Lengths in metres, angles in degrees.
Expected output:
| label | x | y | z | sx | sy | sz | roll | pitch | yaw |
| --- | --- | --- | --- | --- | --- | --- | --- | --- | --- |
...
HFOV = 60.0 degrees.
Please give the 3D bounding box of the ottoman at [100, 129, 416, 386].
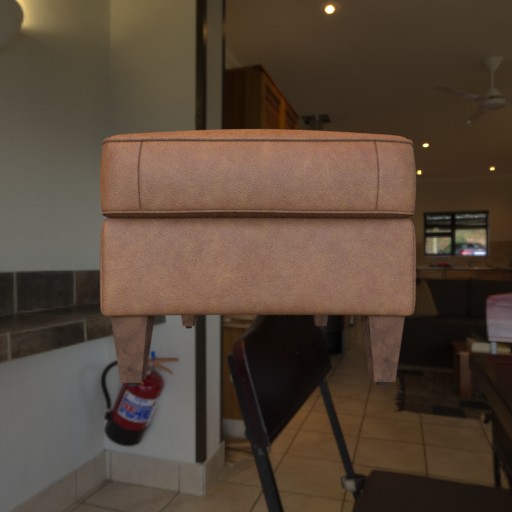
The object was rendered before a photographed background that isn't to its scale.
| label | x | y | z | sx | sy | sz | roll | pitch | yaw |
| --- | --- | --- | --- | --- | --- | --- | --- | --- | --- |
| ottoman | 0.000 | 0.000 | 1.172 | 0.584 | 0.483 | 0.864 | 0 | -1 | -1 |
